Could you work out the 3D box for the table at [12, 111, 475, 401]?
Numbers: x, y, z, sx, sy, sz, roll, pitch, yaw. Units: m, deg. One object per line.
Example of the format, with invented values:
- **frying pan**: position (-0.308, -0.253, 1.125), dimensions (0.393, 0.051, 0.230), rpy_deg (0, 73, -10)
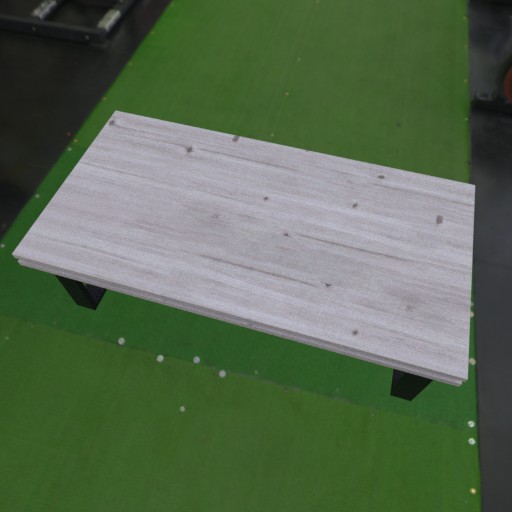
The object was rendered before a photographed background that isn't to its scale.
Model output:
- **table**: position (0.000, 0.000, 1.621), dimensions (1.350, 0.450, 0.700), rpy_deg (14, 58, 9)
